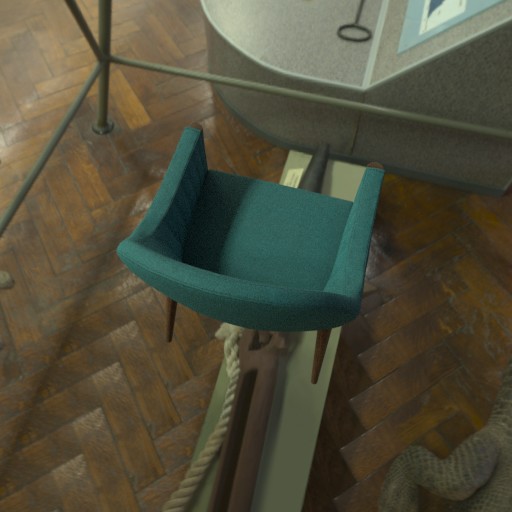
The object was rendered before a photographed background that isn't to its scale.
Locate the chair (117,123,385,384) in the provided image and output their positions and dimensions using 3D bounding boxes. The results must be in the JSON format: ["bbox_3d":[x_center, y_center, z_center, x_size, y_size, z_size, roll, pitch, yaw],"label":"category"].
[{"bbox_3d":[0.000,0.000,1.388,0.656,0.907,0.652,14,64,7],"label":"chair"}]
